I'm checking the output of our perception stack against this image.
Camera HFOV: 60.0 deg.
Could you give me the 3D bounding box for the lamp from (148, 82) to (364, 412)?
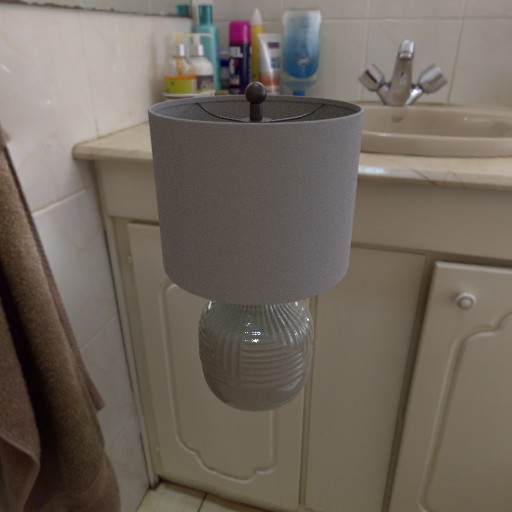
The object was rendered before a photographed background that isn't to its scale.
[{"bbox_3d":[0.000,0.000,0.773,0.318,0.567,0.318,0,26,0],"label":"lamp"}]
